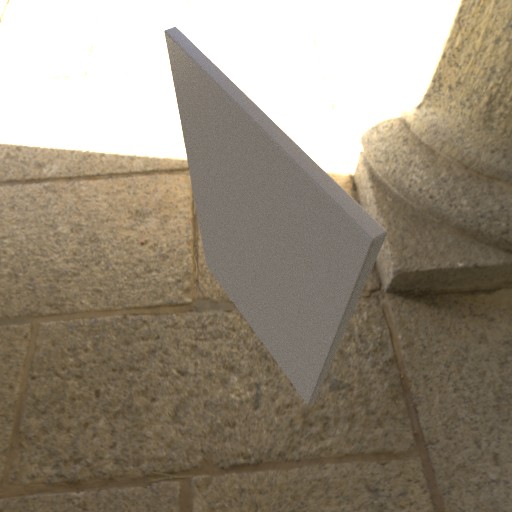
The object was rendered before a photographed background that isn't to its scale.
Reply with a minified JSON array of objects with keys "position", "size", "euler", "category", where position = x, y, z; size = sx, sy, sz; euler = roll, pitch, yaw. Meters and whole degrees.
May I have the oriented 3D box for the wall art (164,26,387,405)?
[{"position":[0.000,0.000,1.020],"size":[0.026,0.813,0.556],"euler":[-30,62,-18],"category":"wall art"}]
